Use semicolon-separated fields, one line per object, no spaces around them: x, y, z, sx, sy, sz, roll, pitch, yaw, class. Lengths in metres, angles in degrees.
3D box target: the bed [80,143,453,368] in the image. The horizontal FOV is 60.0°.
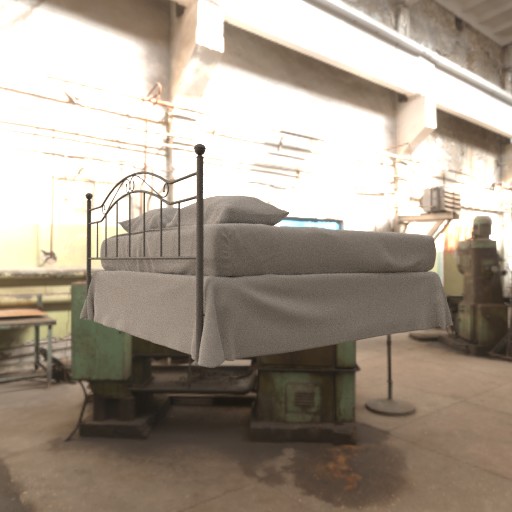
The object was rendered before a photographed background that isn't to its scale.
0.000;0.000;3.605;2.220;1.080;2.309;0;-1;-36;bed
